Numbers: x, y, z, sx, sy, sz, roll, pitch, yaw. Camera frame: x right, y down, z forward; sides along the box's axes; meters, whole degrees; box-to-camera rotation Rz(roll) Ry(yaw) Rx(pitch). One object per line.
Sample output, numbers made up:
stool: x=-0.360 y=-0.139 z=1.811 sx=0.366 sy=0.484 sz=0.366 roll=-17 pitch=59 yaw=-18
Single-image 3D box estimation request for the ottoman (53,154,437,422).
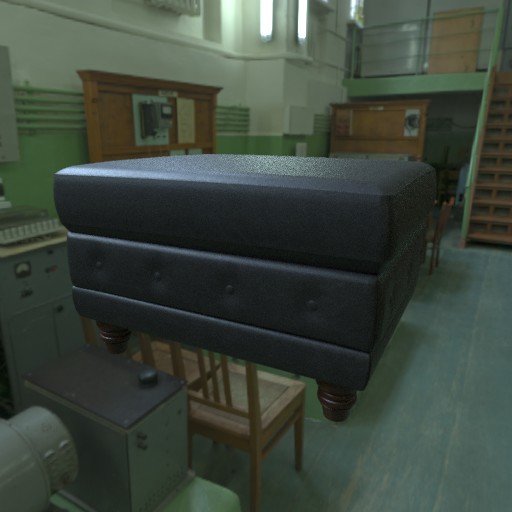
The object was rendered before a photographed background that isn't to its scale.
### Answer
ottoman: x=0.000 y=0.000 z=1.161 sx=0.795 sy=0.498 sz=0.590 roll=8 pitch=18 yaw=26
